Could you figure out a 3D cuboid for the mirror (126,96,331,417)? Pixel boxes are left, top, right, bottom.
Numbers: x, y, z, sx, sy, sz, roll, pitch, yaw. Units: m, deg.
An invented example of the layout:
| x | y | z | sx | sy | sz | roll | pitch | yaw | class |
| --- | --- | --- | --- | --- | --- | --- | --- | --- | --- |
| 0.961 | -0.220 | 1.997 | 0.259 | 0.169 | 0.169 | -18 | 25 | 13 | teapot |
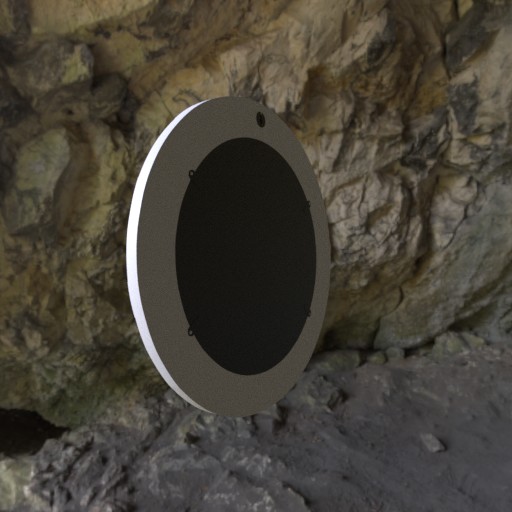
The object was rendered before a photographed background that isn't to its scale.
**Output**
| x | y | z | sx | sy | sz | roll | pitch | yaw | class |
| --- | --- | --- | --- | --- | --- | --- | --- | --- | --- |
| 0.000 | 0.000 | 1.325 | 0.038 | 0.914 | 0.914 | -2 | -3 | 36 | mirror |
